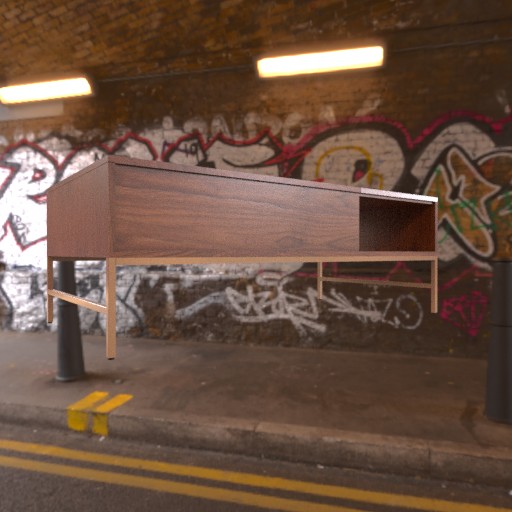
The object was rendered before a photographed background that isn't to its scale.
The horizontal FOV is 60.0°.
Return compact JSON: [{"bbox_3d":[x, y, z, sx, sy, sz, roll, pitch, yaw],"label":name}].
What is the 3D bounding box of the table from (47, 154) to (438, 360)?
[{"bbox_3d":[0.000,0.000,1.961,1.553,0.551,0.789,0,0,-36],"label":"table"}]
